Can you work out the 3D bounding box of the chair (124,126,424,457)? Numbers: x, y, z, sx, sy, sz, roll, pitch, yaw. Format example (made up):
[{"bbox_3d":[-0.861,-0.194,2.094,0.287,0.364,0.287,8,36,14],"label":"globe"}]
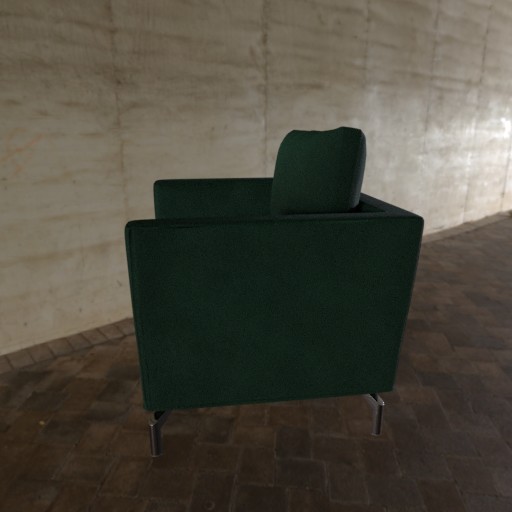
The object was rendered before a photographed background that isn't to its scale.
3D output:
[{"bbox_3d":[0.000,0.000,1.775,0.852,0.997,1.047,-2,16,-7],"label":"chair"}]
